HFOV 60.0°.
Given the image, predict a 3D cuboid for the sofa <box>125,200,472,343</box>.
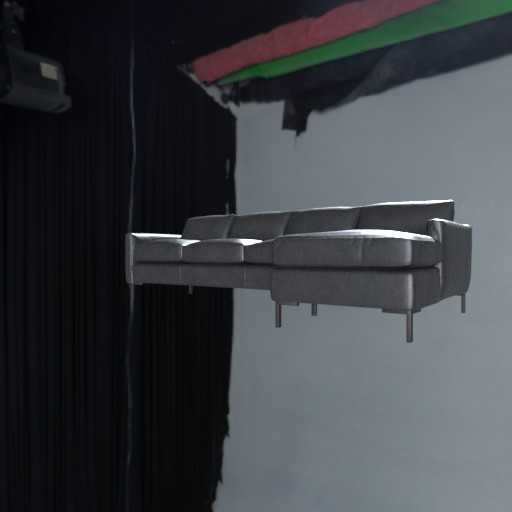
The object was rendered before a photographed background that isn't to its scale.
[{"bbox_3d":[0.000,0.000,3.622,2.993,0.859,1.471,0,0,36],"label":"sofa"}]
